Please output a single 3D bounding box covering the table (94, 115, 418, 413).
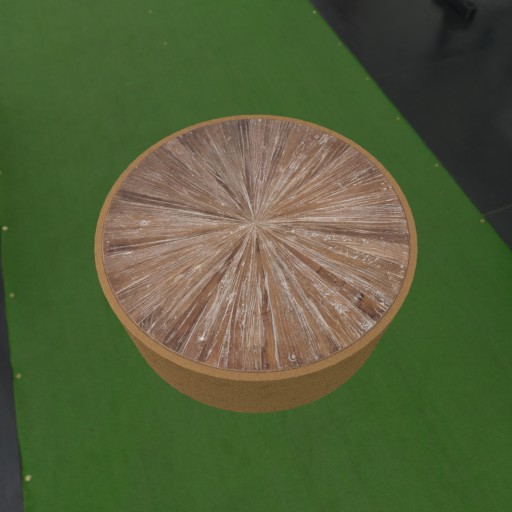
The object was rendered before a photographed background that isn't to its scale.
[{"bbox_3d":[0.000,0.000,1.566,1.001,0.409,1.001,0,58,0],"label":"table"}]
